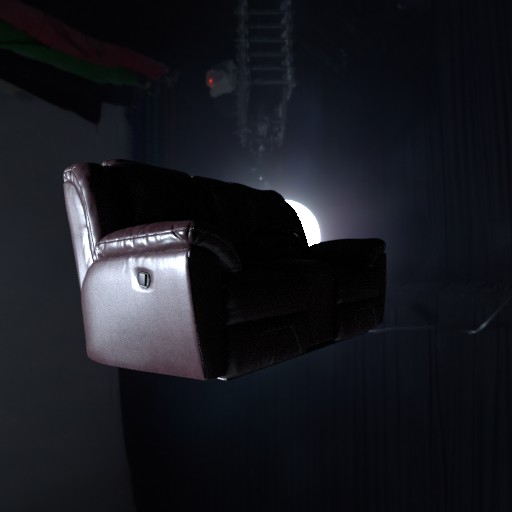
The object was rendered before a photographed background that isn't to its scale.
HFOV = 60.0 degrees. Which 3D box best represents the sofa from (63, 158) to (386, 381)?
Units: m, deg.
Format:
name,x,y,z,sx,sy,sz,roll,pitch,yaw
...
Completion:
name,x,y,z,sx,sy,sz,roll,pitch,yaw
sofa,0.000,0.000,2.684,0.991,1.043,2.058,0,0,36
